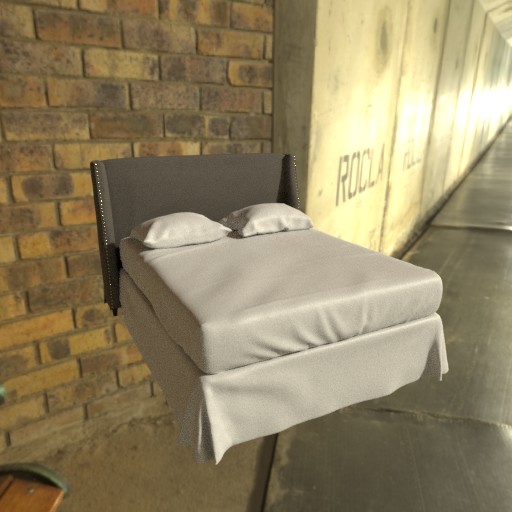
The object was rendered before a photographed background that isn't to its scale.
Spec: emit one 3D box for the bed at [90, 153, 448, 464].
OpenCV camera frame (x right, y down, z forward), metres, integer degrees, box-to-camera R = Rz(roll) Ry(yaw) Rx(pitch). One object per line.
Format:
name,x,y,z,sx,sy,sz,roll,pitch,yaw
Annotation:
bed,0.000,0.000,3.281,1.925,1.332,2.276,-9,19,-26
